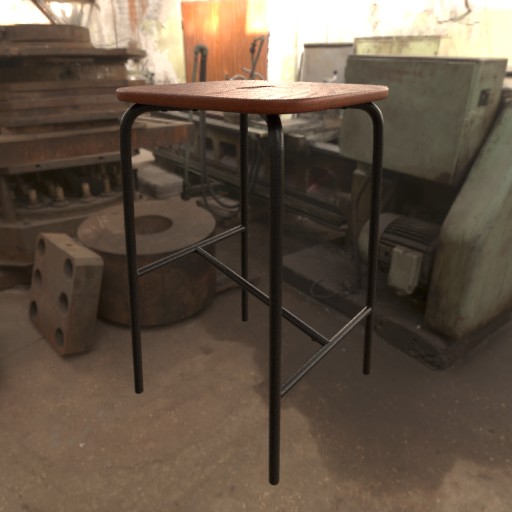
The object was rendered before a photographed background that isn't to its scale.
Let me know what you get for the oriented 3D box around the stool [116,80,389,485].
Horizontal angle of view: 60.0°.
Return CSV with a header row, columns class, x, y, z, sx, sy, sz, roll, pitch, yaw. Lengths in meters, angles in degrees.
class,x,y,z,sx,sy,sz,roll,pitch,yaw
stool,0.000,0.000,0.855,0.376,0.610,0.376,18,30,34
